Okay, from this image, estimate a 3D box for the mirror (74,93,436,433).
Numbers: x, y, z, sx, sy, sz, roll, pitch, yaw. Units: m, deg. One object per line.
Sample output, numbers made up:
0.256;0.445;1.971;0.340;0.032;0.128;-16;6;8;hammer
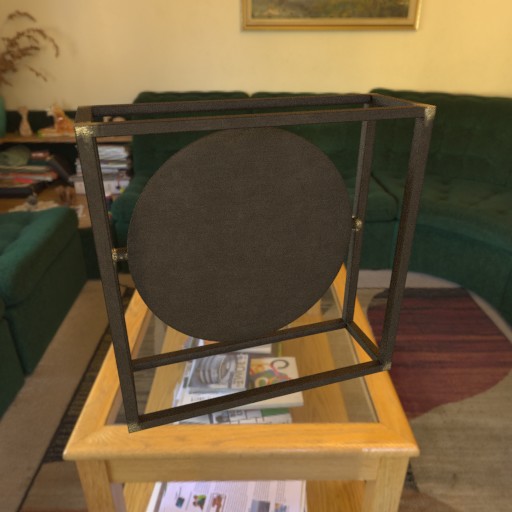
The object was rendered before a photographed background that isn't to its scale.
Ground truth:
0.000;0.000;0.468;0.306;0.303;0.107;-8;28;-16;mirror
